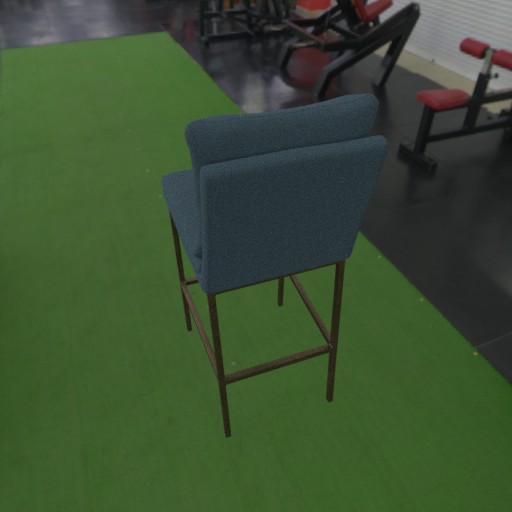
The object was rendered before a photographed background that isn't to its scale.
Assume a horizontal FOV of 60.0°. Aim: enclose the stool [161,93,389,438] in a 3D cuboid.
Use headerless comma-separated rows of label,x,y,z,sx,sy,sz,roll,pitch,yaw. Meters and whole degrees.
stool,0.000,0.000,1.431,0.463,1.124,0.568,-13,42,-15
